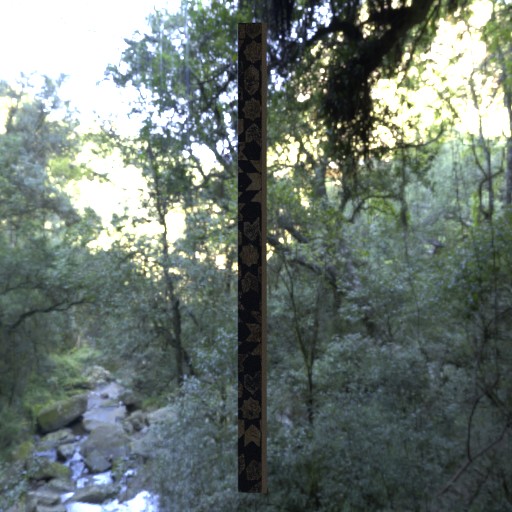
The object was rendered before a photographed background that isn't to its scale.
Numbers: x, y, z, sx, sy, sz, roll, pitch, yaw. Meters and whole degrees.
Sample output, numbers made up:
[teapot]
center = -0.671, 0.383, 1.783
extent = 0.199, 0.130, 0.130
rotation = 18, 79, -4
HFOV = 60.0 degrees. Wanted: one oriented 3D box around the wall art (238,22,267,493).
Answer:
[wall art]
center = 0.000, 0.000, 0.880
extent = 0.038, 0.612, 0.612
rotation = 0, 1, 1
